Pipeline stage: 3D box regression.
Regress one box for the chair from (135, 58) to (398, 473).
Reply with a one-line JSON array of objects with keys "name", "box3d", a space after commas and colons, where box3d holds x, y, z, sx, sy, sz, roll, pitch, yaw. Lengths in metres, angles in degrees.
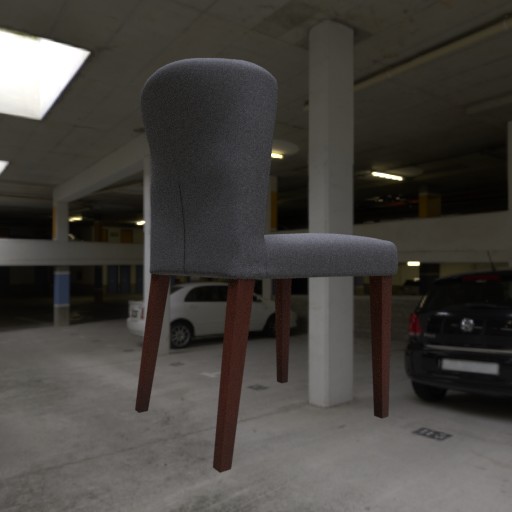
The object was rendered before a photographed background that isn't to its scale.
[{"name": "chair", "box3d": [0.000, 0.000, 1.176, 0.592, 0.839, 0.491, 0, -1, -36]}]
